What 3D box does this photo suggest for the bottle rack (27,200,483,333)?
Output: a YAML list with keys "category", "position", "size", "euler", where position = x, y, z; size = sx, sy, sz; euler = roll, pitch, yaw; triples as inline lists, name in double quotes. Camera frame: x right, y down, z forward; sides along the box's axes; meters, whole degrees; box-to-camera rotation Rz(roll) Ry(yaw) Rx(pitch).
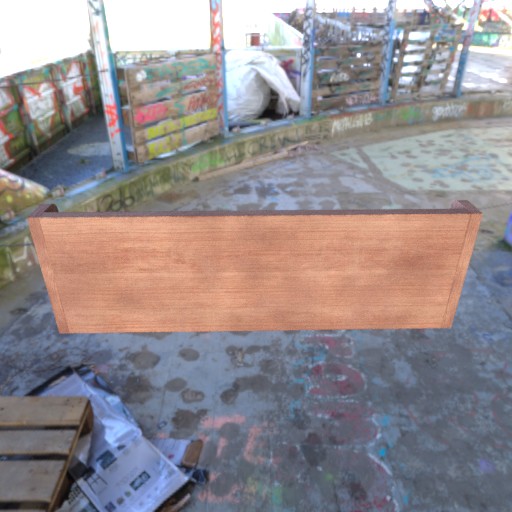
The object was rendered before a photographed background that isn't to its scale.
- category: "bottle rack"
  position: [0.000, 0.000, 0.694]
  size: [0.608, 0.196, 0.126]
  euler: [-1, 30, -1]
